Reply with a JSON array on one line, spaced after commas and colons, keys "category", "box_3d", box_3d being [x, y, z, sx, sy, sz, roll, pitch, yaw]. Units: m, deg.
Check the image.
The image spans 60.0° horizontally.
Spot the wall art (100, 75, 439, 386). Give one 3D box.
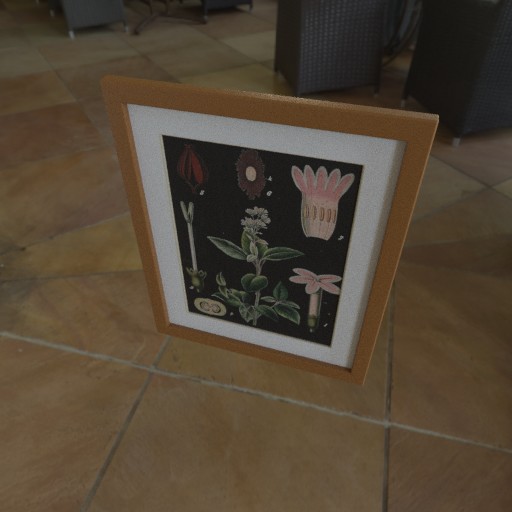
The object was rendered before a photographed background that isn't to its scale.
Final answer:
[{"category": "wall art", "box_3d": [0.000, 0.000, 0.751, 0.449, 0.550, 0.021, 12, 43, 13]}]
